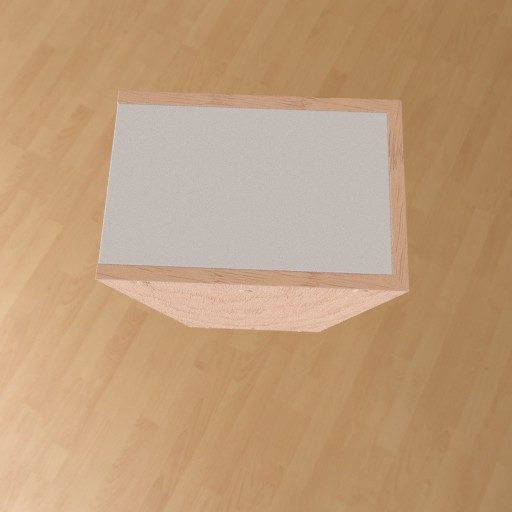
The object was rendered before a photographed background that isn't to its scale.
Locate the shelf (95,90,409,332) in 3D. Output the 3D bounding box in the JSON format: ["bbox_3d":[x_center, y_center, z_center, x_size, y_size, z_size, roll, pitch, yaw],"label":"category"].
[{"bbox_3d":[0.000,0.000,0.723,0.290,0.600,0.200,2,77,1],"label":"shelf"}]
